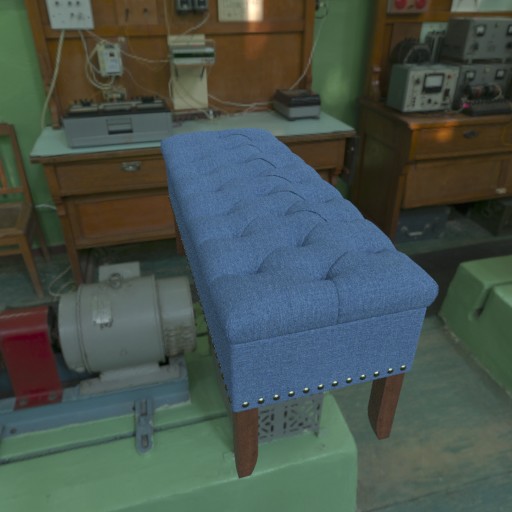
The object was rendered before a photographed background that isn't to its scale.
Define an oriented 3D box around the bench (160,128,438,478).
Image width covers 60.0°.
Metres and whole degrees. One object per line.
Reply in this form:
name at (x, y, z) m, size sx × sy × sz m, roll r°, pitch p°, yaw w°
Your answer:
bench at (0.000, 0.000, 1.308) m, size 0.417 × 0.492 × 1.052 m, roll -9°, pitch 33°, yaw -14°
